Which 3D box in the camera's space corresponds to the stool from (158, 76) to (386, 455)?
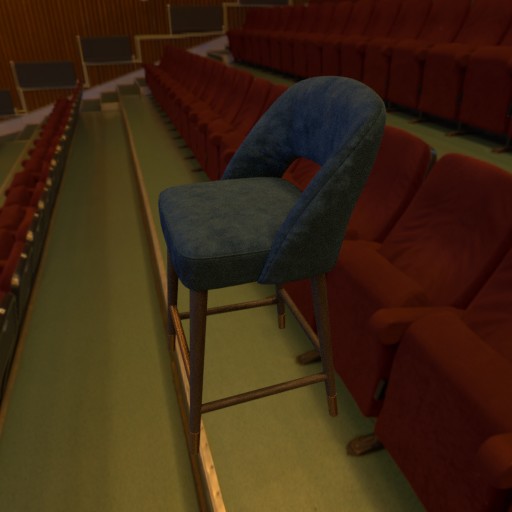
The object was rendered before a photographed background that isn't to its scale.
[{"bbox_3d":[0.000,0.000,1.255,0.524,0.925,0.536,-9,30,-15],"label":"stool"}]
